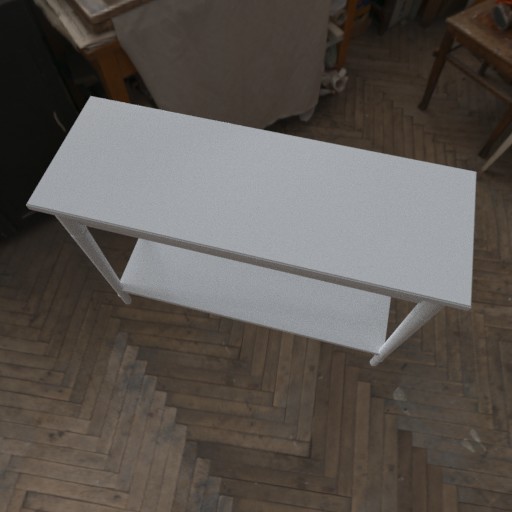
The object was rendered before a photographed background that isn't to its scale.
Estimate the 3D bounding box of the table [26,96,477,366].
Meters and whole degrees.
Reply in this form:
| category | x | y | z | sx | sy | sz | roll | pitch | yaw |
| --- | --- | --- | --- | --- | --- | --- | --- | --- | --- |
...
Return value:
| category | x | y | z | sx | sy | sz | roll | pitch | yaw |
| --- | --- | --- | --- | --- | --- | --- | --- | --- | --- |
| table | 0.000 | 0.000 | 1.439 | 1.067 | 0.749 | 0.381 | 13 | 64 | 7 |
